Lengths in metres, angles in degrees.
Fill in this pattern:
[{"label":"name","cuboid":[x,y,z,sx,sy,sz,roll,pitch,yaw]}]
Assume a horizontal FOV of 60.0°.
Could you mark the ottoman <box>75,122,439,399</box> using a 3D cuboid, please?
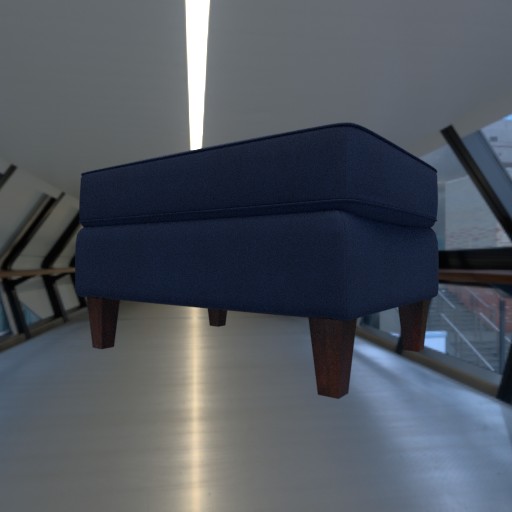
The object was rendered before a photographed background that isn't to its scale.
[{"label":"ottoman","cuboid":[0.000,0.000,1.398,0.965,0.584,0.686,0,0,36]}]
